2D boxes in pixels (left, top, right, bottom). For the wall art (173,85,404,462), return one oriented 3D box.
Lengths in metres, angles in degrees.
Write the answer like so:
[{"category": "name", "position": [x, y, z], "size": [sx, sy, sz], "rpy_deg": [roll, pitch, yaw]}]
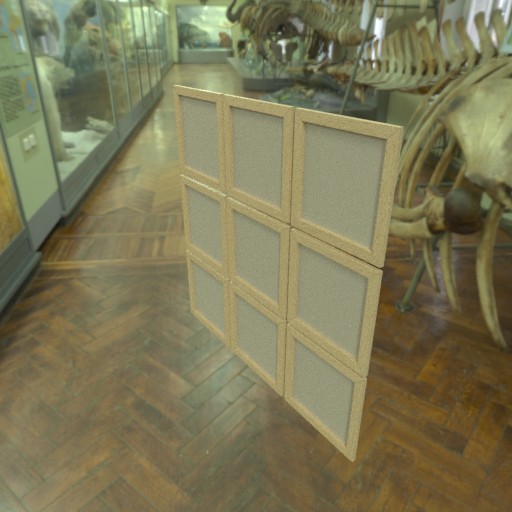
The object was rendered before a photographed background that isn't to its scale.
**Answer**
[{"category": "wall art", "position": [0.000, 0.000, 1.805], "size": [0.016, 1.207, 1.217], "rpy_deg": [-18, 32, -32]}]
